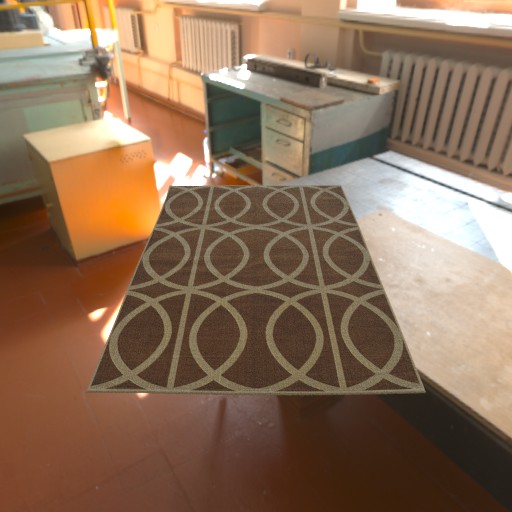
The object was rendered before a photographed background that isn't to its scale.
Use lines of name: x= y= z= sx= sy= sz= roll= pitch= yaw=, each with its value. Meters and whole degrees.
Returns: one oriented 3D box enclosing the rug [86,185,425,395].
rug: x=0.000 y=0.000 z=2.934 sx=1.526 sy=0.014 sz=2.290 roll=0 pitch=33 yaw=0
